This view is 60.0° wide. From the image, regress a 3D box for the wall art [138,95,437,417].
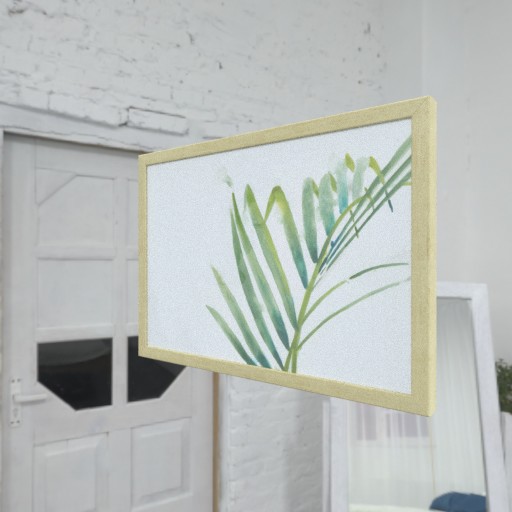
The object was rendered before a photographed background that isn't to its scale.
[{"bbox_3d":[0.000,0.000,0.694,0.533,0.381,0.032,0,0,37],"label":"wall art"}]
